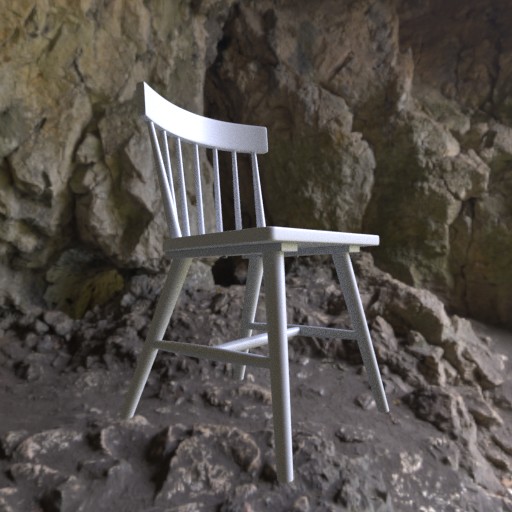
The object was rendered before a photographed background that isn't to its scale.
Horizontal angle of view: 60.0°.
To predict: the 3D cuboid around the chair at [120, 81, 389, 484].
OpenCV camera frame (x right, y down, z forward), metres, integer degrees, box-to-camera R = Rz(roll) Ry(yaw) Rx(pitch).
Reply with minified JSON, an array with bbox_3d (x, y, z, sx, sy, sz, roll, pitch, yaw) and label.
[{"bbox_3d":[0.000,0.000,1.090,0.500,0.787,0.483,0,0,38],"label":"chair"}]
